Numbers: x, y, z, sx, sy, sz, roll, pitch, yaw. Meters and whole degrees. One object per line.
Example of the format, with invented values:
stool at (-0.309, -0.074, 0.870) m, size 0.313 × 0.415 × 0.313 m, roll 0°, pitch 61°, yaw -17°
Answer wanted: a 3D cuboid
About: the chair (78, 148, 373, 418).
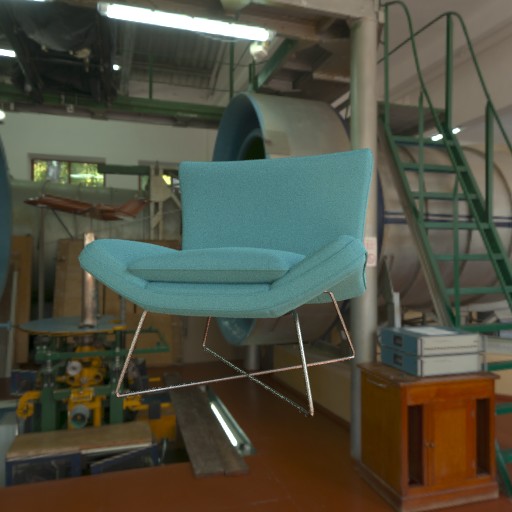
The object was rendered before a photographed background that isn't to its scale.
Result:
chair at (0.000, 0.000, 1.678) m, size 0.859 × 0.855 × 1.008 m, roll 0°, pitch 0°, yaw 17°
